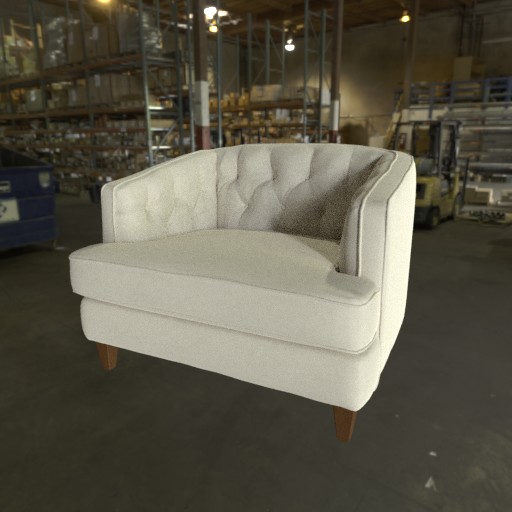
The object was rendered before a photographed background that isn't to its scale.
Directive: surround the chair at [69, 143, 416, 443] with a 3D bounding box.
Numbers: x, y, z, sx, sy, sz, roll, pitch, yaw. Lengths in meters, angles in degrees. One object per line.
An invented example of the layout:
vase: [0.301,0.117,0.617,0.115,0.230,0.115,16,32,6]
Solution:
chair: [0.000,0.000,1.735,1.104,0.852,0.941,7,16,26]
